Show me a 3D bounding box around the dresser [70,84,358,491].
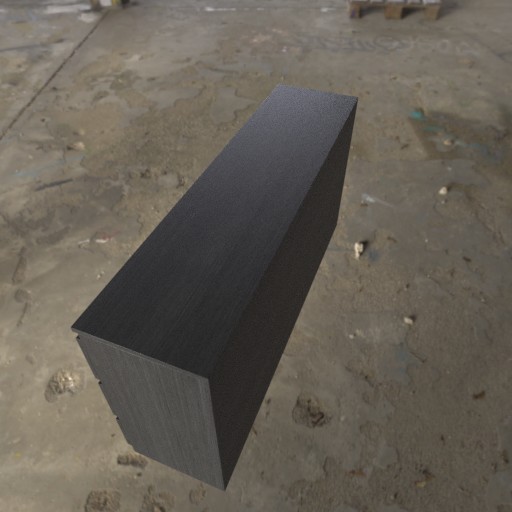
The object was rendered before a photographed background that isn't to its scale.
[{"bbox_3d":[0.000,0.000,1.902,0.400,0.795,1.590,16,47,15],"label":"dresser"}]
